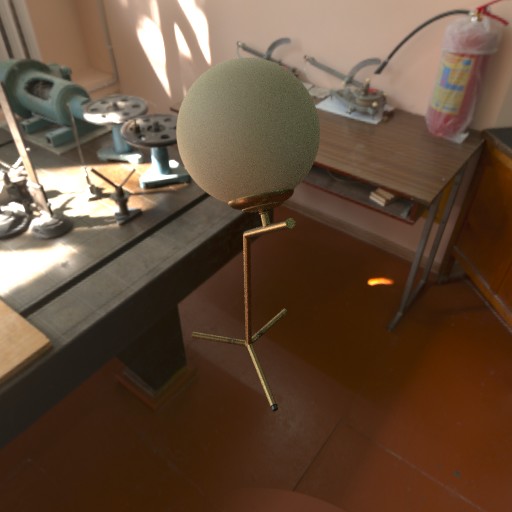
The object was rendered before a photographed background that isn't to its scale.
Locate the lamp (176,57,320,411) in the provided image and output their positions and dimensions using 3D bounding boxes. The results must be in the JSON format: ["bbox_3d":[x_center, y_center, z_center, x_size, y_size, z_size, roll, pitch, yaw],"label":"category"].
[{"bbox_3d":[0.000,0.000,0.678,0.210,0.552,0.251,-12,42,-14],"label":"lamp"}]
